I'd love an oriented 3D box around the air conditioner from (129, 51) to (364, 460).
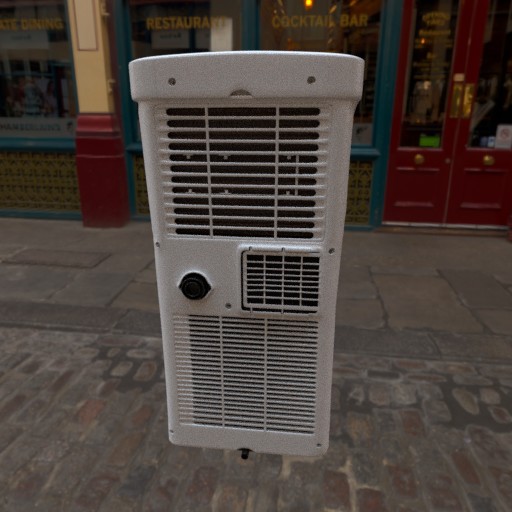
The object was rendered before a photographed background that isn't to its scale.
[{"bbox_3d":[0.000,0.000,0.898,0.352,0.716,0.369,2,17,7],"label":"air conditioner"}]
